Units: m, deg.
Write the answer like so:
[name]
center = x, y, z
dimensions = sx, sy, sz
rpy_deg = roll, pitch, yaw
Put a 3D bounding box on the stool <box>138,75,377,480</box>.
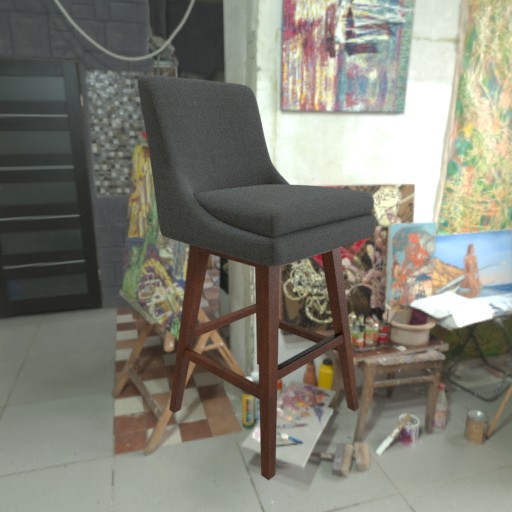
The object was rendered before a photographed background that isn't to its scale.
[stool]
center = 0.000, 0.000, 1.267
dimensions = 0.524, 0.977, 0.447
rpy_deg = 15, 21, 42
